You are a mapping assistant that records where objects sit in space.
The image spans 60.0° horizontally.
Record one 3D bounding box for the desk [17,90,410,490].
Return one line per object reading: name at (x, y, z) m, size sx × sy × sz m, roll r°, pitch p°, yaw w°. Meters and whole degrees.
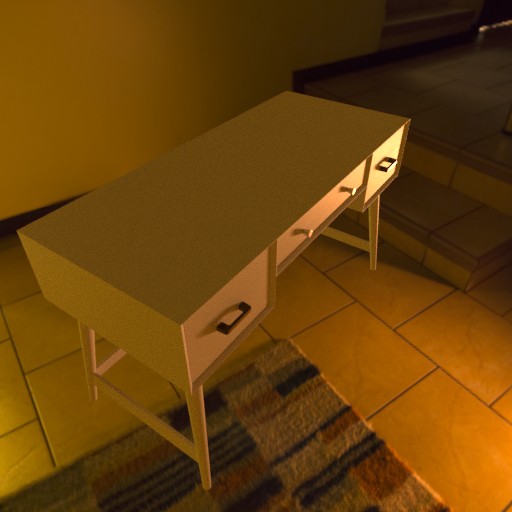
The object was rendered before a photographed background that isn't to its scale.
desk at (0.000, 0.000, 1.671) m, size 0.589 × 0.762 × 1.313 m, roll 24°, pitch 44°, yaw 27°
